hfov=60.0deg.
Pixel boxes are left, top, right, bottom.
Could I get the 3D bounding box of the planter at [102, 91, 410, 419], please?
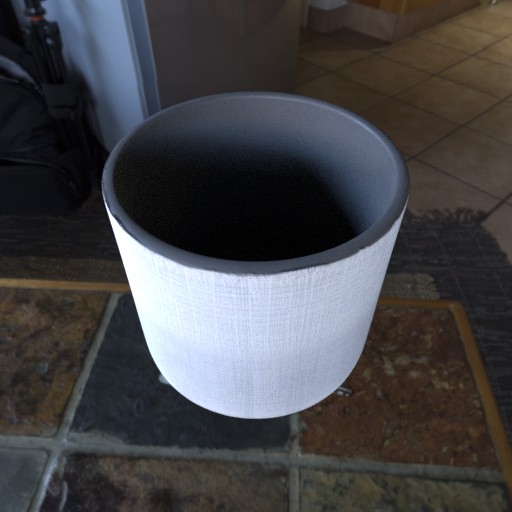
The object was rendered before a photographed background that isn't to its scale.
[{"bbox_3d":[0.000,0.000,0.391,0.221,0.201,0.221,0,46,0],"label":"planter"}]
